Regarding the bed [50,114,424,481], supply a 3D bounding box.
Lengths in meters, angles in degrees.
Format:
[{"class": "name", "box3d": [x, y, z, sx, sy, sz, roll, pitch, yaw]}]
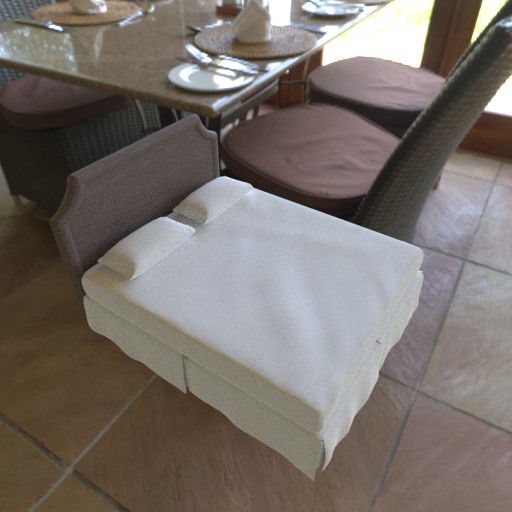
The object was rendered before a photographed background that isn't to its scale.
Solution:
[{"class": "bed", "box3d": [0.000, 0.000, 4.160, 2.773, 1.590, 2.350, 24, 45, 26]}]
